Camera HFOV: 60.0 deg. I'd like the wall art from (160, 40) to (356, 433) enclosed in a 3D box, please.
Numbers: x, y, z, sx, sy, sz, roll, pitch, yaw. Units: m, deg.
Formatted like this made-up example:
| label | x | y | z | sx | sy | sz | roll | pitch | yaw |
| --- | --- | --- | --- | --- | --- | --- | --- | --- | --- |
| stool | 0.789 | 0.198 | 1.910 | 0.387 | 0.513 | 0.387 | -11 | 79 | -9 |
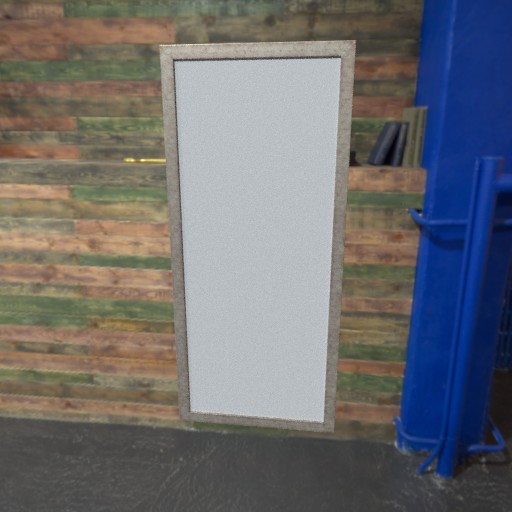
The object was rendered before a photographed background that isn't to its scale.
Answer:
| label | x | y | z | sx | sy | sz | roll | pitch | yaw |
| --- | --- | --- | --- | --- | --- | --- | --- | --- | --- |
| wall art | 0.000 | 0.000 | 1.670 | 0.648 | 1.461 | 0.051 | 2 | 16 | 7 |
